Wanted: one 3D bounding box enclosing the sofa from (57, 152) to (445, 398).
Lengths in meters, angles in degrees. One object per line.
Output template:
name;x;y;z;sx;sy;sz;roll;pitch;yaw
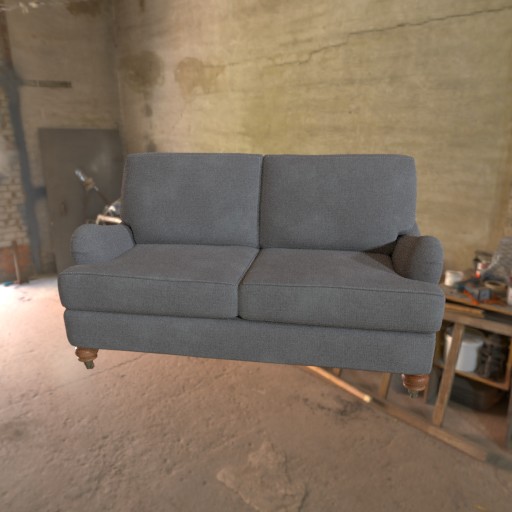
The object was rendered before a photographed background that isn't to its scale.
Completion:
sofa;0.000;0.000;2.487;1.853;1.101;1.084;3;16;9
